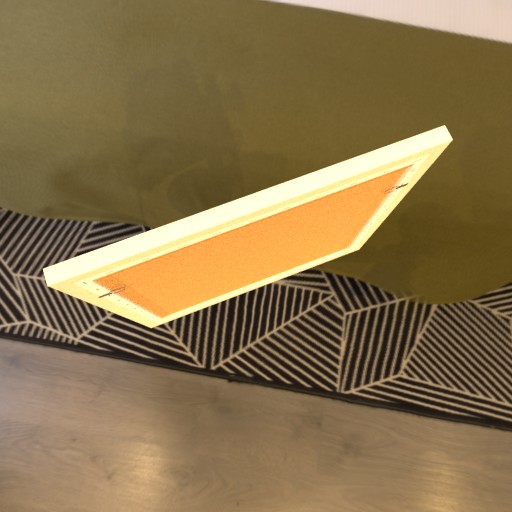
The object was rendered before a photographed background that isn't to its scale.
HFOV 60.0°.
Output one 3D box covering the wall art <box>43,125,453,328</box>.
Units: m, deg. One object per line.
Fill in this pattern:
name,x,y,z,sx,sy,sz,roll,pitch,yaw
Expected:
wall art,0.000,0.000,1.535,1.016,1.016,0.045,-20,76,-5
